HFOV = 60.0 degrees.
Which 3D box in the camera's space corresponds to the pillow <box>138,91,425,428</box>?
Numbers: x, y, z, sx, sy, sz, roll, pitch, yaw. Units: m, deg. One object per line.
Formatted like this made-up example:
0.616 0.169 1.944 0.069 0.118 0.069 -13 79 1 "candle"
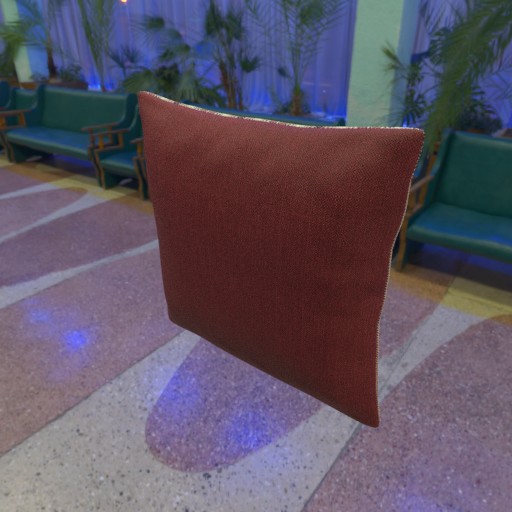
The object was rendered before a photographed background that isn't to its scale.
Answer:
0.000 0.000 0.764 0.513 0.497 0.166 20 34 32 "pillow"
